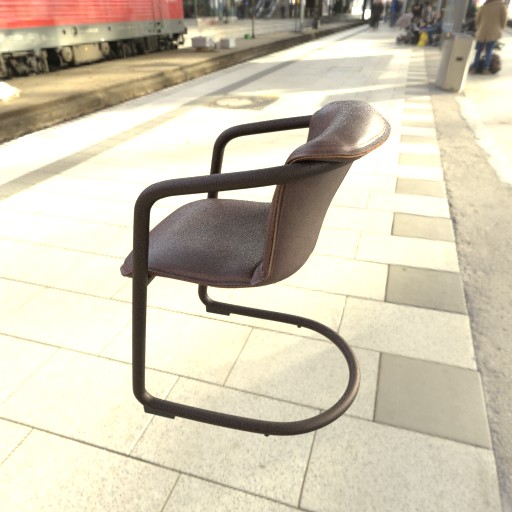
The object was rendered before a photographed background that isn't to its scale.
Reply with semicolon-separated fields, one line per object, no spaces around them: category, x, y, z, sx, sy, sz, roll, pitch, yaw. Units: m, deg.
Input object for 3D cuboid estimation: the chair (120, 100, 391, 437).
chair;0.000;0.000;1.242;0.664;0.836;0.536;8;30;13
